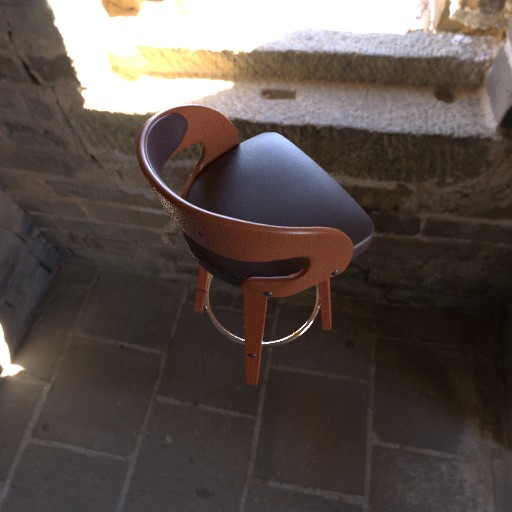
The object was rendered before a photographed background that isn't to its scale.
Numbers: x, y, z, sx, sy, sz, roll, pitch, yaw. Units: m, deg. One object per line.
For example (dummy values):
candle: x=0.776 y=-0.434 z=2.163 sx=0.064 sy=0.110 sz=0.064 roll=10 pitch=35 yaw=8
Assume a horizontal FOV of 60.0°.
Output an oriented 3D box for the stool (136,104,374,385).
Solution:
stool: x=0.000 y=0.000 z=1.235 sx=0.457 sy=0.940 sz=0.457 roll=-32 pitch=64 yaw=-18
